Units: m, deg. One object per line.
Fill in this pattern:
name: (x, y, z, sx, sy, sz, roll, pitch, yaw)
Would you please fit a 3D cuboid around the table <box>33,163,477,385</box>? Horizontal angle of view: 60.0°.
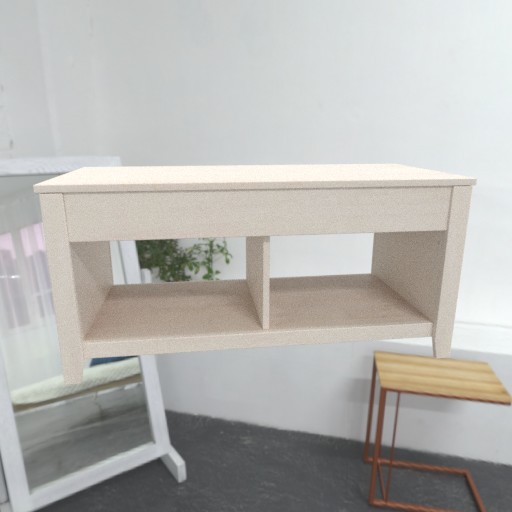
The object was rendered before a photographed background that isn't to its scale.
table: (0.000, 0.000, 1.289, 1.016, 0.483, 0.457, -2, 16, -7)
